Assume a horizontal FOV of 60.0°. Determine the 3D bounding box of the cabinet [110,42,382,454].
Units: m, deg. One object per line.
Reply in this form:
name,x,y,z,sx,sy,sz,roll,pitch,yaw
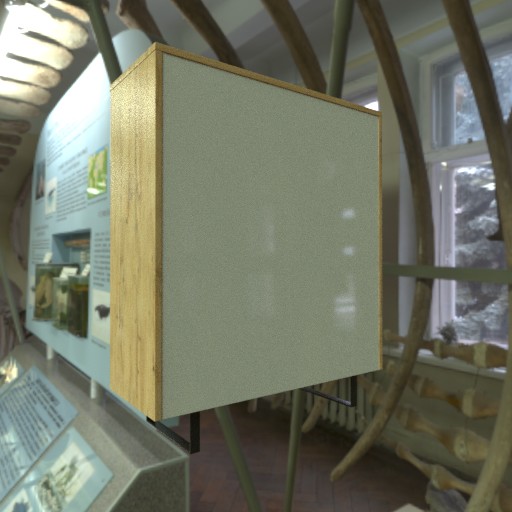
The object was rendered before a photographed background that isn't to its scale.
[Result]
cabinet,0.000,0.000,1.984,1.168,1.397,0.473,0,-1,-36
